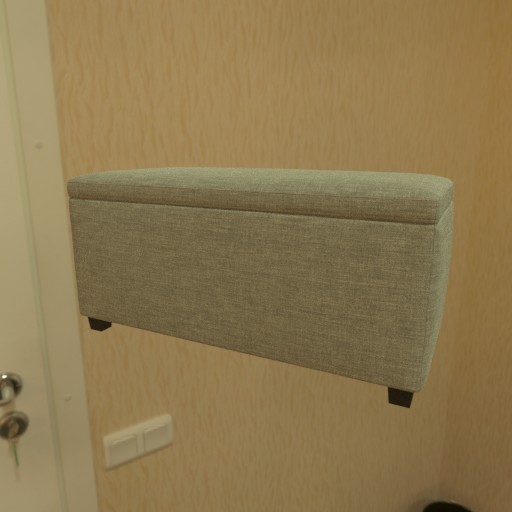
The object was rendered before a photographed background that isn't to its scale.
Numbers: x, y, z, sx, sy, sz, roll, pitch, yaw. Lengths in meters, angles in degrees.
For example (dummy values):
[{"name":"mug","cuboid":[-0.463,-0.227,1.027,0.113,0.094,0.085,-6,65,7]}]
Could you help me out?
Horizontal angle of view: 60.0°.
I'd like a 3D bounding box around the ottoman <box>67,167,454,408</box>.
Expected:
[{"name":"ottoman","cuboid":[0.000,0.000,1.138,0.902,0.432,0.419,7,16,26]}]
